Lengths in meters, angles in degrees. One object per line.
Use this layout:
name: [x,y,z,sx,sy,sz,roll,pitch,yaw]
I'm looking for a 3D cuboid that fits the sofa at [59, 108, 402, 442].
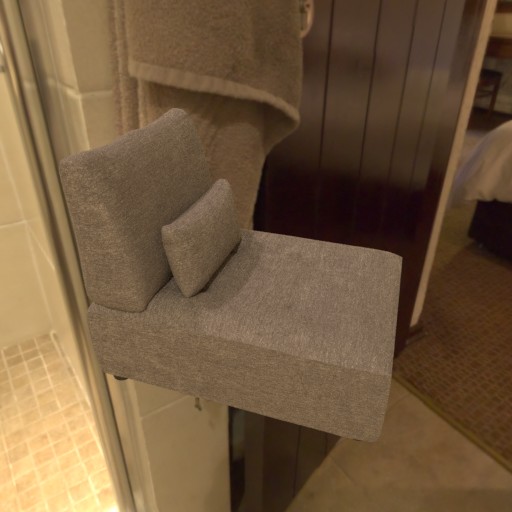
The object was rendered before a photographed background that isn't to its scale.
sofa: [0.000,0.000,1.555,1.000,0.820,0.700,10,32,16]
